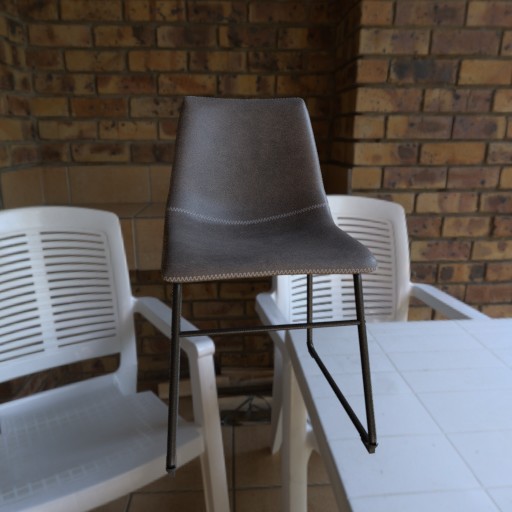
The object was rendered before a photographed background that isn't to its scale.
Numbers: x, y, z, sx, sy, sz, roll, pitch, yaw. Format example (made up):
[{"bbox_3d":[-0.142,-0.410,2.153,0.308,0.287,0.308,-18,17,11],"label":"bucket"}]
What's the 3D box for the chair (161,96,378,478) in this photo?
[{"bbox_3d":[0.000,0.000,1.091,0.460,0.780,0.550,-2,15,-9],"label":"chair"}]
